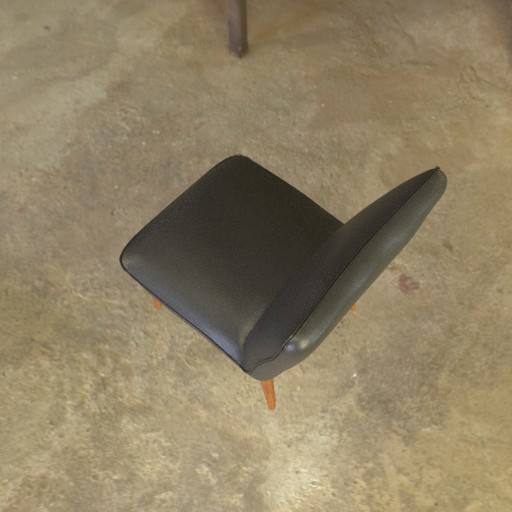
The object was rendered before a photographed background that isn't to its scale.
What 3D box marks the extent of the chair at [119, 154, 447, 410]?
[{"bbox_3d":[0.000,0.000,1.211,0.645,0.801,0.543,34,68,16],"label":"chair"}]
